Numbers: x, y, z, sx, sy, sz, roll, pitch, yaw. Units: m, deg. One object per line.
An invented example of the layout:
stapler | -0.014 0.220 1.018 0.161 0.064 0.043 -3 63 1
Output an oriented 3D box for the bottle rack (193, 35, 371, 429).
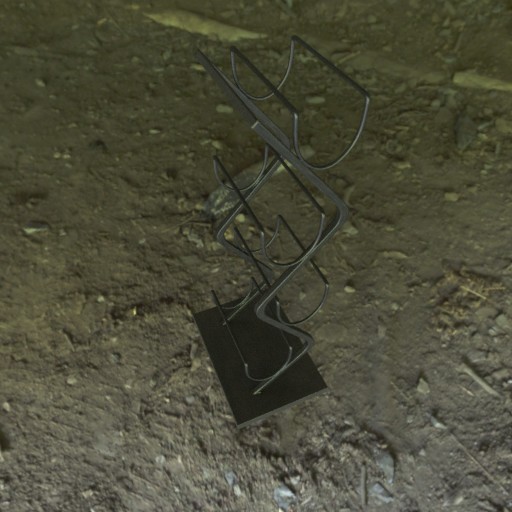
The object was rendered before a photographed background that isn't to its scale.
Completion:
bottle rack | 0.000 0.000 0.669 0.178 0.559 0.254 -17 49 -16
